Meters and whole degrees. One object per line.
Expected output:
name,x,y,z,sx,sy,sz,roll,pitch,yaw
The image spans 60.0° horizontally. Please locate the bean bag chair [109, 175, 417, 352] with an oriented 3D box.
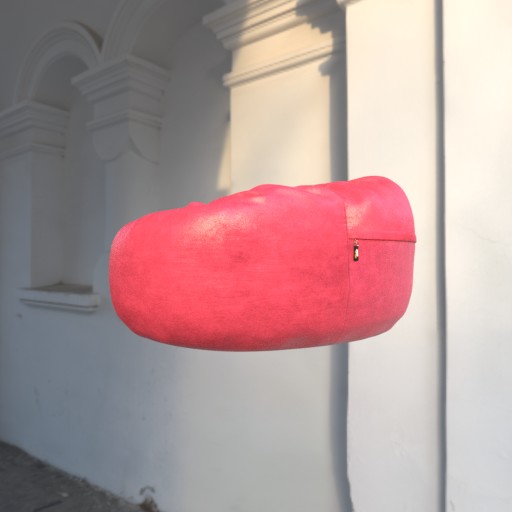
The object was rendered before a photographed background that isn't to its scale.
bean bag chair,0.000,0.000,2.442,1.524,0.878,1.524,1,-1,-36
